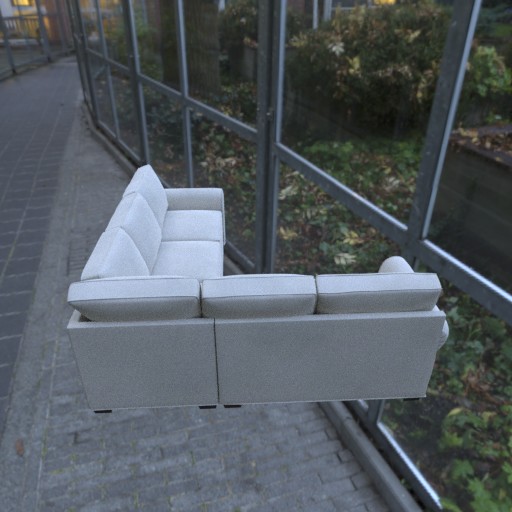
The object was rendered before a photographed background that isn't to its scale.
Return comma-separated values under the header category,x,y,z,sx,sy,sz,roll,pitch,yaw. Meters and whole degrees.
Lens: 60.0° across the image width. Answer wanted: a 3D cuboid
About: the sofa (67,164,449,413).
category,x,y,z,sx,sy,sz,roll,pitch,yaw
sofa,0.000,0.000,4.013,2.487,1.054,2.569,-2,31,-3
